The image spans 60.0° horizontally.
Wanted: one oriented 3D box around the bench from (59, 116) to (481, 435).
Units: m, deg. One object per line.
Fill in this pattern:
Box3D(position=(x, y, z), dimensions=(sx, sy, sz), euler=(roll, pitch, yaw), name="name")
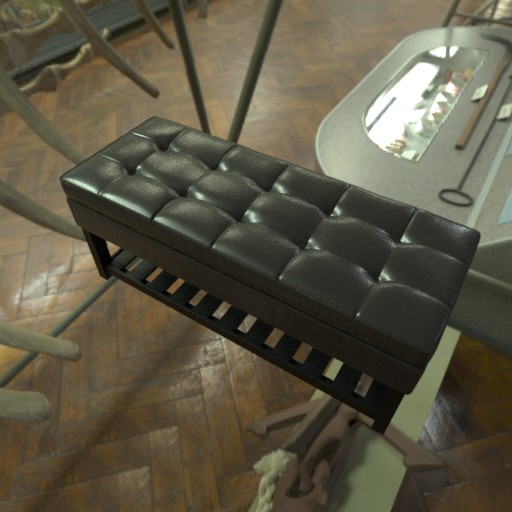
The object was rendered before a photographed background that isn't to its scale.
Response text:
Box3D(position=(0.000, 0.000, 1.355), dimensions=(1.105, 0.460, 0.432), euler=(25, 51, 21), name="bench")
